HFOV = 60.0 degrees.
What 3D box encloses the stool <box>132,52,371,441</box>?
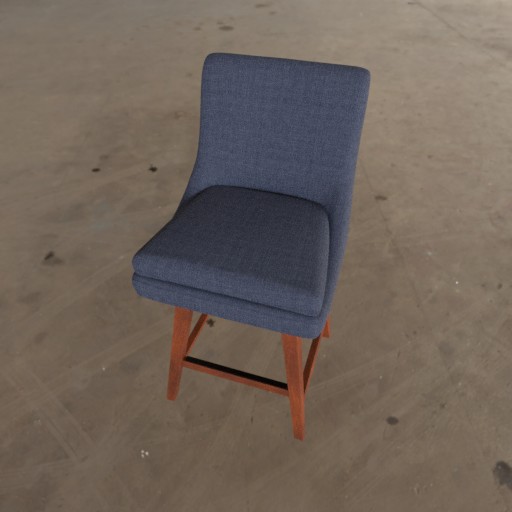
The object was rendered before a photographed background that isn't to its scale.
[{"bbox_3d":[0.000,0.000,1.211,0.467,0.895,0.524,12,42,14],"label":"stool"}]
